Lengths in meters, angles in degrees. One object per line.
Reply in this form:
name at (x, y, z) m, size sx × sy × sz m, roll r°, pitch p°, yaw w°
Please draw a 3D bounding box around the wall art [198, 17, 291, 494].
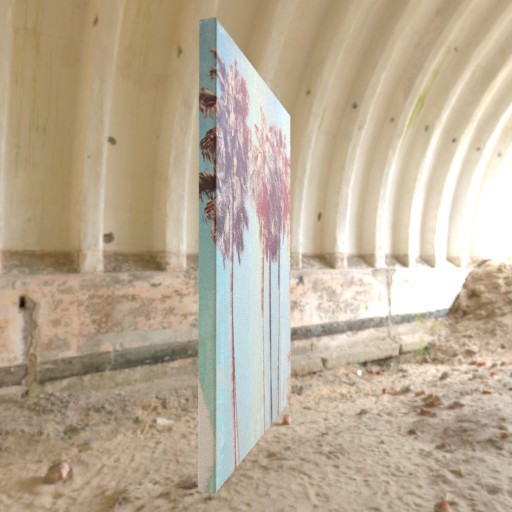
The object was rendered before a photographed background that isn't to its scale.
wall art at (0.000, 0.000, 1.138) m, size 0.037 × 0.915 × 0.605 m, roll 0°, pitch -1°, yaw 18°
